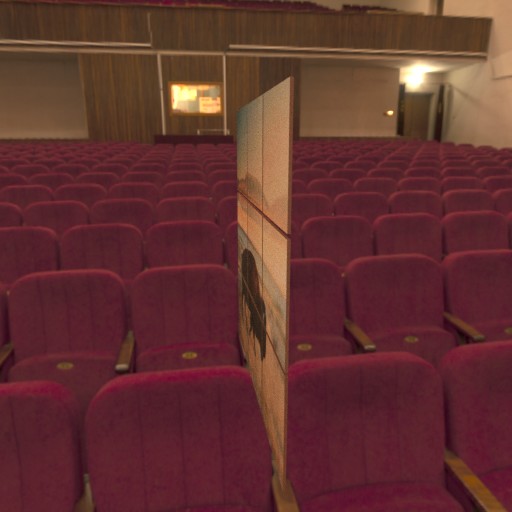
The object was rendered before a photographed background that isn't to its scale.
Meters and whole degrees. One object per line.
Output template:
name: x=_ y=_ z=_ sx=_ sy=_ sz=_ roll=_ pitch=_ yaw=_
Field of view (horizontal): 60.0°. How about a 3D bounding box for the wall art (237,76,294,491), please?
wall art: x=0.000 y=0.000 z=2.299 sx=0.019 sy=1.532 sz=1.533 roll=-2 pitch=14 yaw=-8
